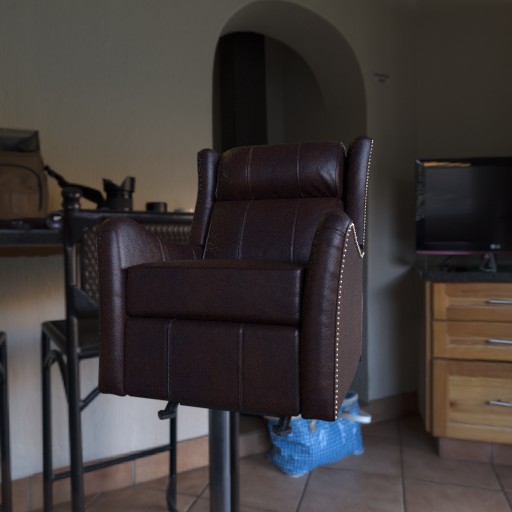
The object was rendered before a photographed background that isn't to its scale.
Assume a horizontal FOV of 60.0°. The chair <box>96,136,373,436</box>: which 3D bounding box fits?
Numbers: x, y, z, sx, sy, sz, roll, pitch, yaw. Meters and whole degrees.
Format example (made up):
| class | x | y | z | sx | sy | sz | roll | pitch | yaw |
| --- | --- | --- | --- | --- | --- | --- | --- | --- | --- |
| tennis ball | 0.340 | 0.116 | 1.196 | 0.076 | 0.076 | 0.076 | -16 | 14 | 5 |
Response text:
| class | x | y | z | sx | sy | sz | roll | pitch | yaw |
| --- | --- | --- | --- | --- | --- | --- | --- | --- | --- |
| chair | 0.000 | 0.000 | 1.804 | 0.869 | 1.084 | 1.008 | 0 | 1 | 19 |
